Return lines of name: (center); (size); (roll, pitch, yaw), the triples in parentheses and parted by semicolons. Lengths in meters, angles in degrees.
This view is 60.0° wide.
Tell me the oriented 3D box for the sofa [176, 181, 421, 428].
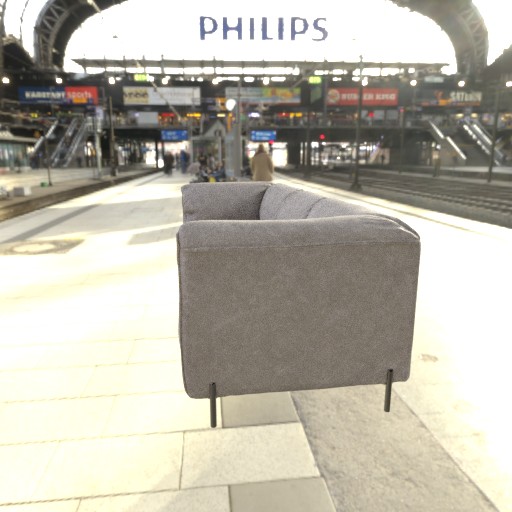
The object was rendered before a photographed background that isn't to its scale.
sofa: (0.000, 0.000, 2.633); (0.899, 0.758, 2.238); (-2, 13, -9)
